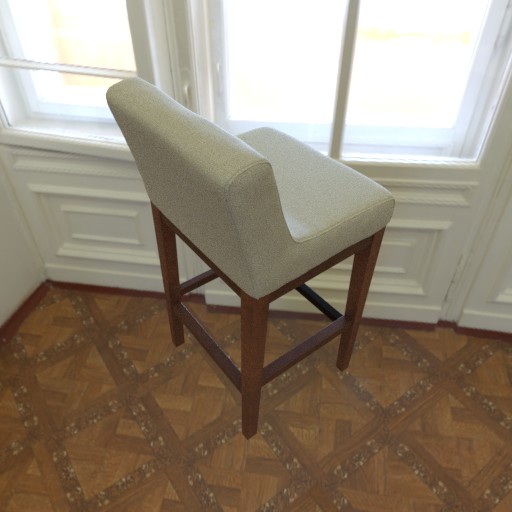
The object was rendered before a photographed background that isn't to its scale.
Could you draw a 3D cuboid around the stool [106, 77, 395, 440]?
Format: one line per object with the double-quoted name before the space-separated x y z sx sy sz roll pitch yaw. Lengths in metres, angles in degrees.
"stool" 0.000 0.000 1.248 0.500 0.937 0.511 -26 47 -27
